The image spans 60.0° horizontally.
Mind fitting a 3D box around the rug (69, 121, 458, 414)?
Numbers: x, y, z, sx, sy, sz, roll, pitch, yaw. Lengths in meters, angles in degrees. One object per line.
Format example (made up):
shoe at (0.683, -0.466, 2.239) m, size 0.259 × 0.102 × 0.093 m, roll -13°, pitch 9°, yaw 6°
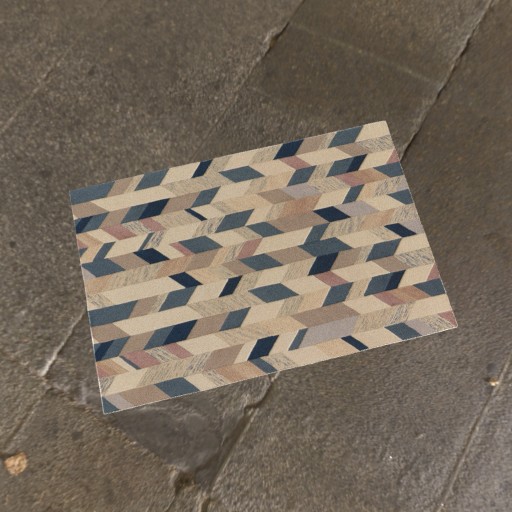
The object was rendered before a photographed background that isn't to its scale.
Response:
rug at (0.000, 0.000, 2.333) m, size 1.813 × 0.006 × 1.202 m, roll -13°, pitch 76°, yaw -3°
